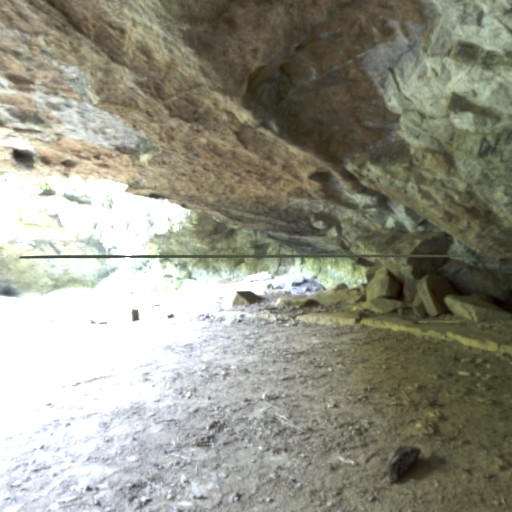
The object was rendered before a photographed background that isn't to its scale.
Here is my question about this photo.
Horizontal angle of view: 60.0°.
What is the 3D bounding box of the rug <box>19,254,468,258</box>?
[{"bbox_3d":[0.000,0.000,2.683,2.430,0.012,0.759,0,0,-16],"label":"rug"}]
